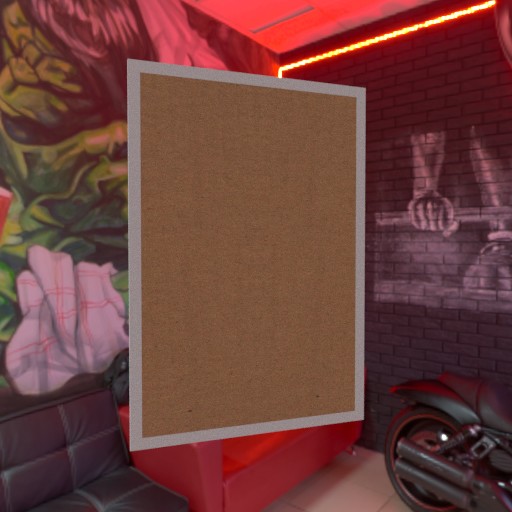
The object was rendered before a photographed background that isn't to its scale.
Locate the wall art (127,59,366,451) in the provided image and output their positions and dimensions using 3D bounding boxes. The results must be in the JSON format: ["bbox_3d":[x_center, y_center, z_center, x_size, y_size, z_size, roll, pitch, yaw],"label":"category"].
[{"bbox_3d":[0.000,0.000,1.197,0.660,0.965,0.015,0,1,-18],"label":"wall art"}]
